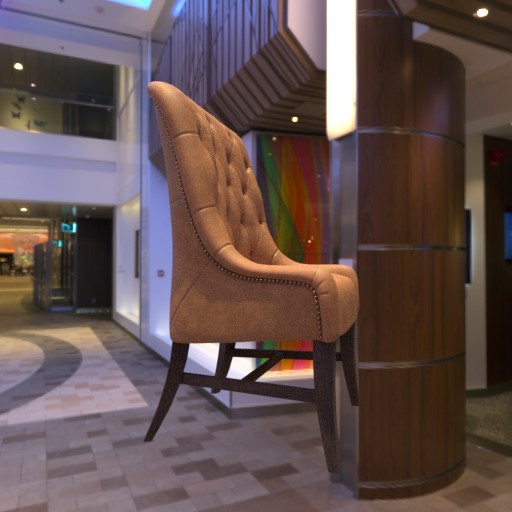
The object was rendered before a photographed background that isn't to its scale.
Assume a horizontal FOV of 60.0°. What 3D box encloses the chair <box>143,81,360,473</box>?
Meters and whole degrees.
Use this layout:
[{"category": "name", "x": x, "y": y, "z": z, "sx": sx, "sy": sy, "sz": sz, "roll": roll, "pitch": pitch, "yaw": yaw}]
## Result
[{"category": "chair", "x": 0.000, "y": 0.000, "z": 1.476, "sx": 0.629, "sy": 1.091, "sz": 0.634, "roll": 0, "pitch": -1, "yaw": 18}]
